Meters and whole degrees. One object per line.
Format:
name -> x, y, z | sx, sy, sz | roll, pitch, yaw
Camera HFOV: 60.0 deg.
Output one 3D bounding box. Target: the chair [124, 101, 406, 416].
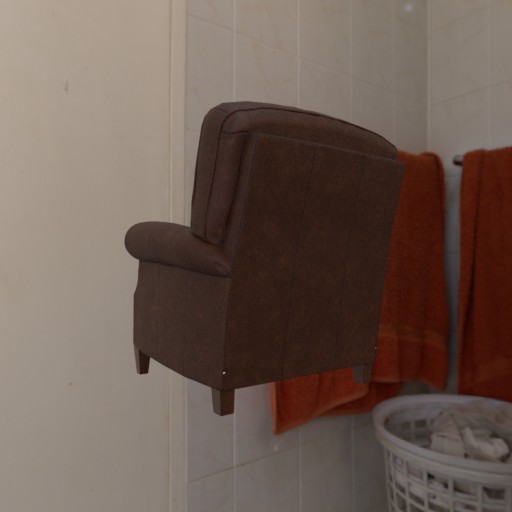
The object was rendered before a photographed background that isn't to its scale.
chair -> 0.000, 0.000, 1.845 | 0.936, 1.018, 0.986 | 1, -1, -35
